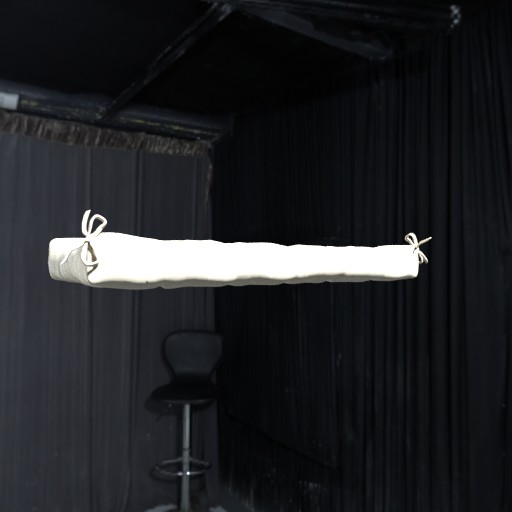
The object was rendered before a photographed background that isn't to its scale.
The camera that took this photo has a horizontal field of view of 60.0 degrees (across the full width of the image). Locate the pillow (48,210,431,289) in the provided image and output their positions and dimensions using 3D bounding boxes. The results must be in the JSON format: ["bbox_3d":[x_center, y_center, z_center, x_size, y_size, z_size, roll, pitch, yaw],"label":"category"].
[{"bbox_3d":[0.000,0.000,1.378,1.194,0.174,0.511,1,-1,-35],"label":"pillow"}]
